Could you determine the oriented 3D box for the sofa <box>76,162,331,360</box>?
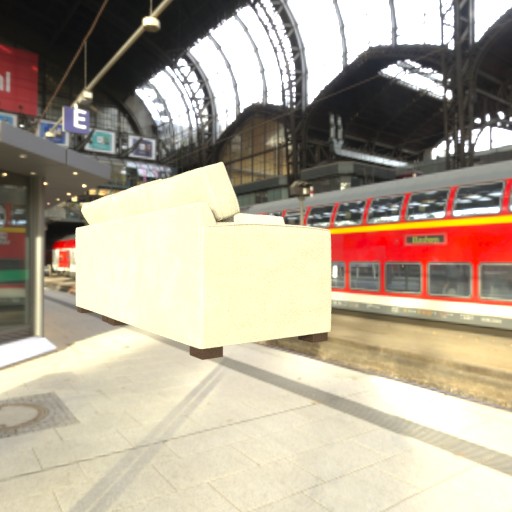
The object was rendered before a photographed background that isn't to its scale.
[{"bbox_3d":[0.000,0.000,3.485,2.211,0.936,2.188,0,0,-36],"label":"sofa"}]
